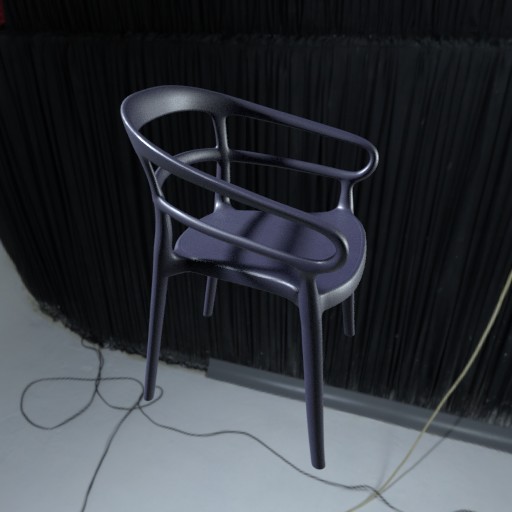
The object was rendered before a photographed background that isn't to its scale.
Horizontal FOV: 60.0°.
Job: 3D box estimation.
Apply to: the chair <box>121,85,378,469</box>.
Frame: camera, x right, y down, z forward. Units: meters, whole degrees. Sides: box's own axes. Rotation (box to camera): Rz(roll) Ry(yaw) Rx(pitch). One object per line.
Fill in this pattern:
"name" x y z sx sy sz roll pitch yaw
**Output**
"chair" 0.000 0.000 1.104 0.527 0.761 0.559 9 31 16
